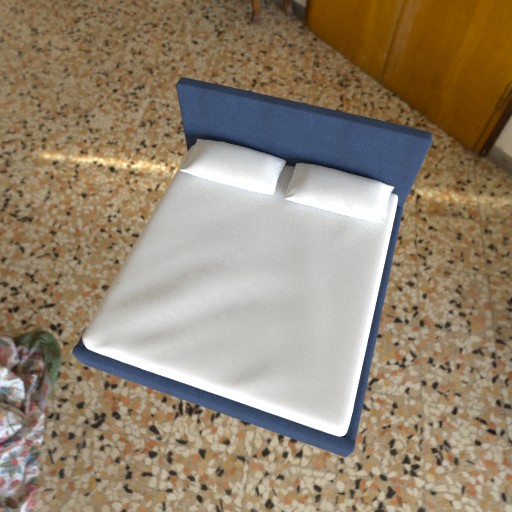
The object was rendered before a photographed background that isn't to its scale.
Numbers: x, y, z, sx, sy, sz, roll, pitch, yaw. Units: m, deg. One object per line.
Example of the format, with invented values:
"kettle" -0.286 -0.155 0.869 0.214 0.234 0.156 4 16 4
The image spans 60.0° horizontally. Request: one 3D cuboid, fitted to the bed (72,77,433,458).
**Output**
"bed" 0.000 0.000 3.450 2.096 1.231 2.232 16 60 10
